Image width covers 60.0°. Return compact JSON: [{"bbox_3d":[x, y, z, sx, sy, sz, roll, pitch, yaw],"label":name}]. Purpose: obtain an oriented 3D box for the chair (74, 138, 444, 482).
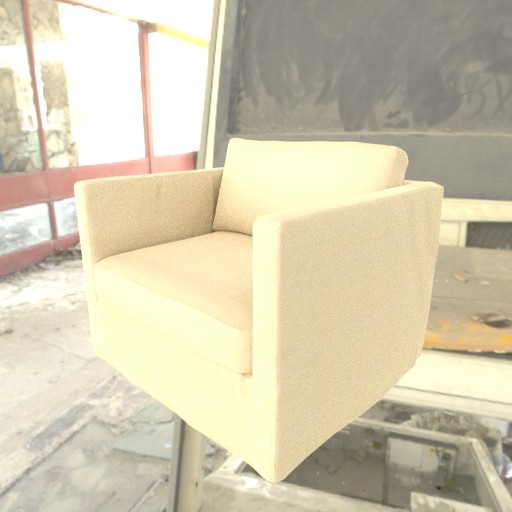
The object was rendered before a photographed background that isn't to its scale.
[{"bbox_3d":[0.000,0.000,1.705,1.057,0.851,0.947,16,23,42],"label":"chair"}]
